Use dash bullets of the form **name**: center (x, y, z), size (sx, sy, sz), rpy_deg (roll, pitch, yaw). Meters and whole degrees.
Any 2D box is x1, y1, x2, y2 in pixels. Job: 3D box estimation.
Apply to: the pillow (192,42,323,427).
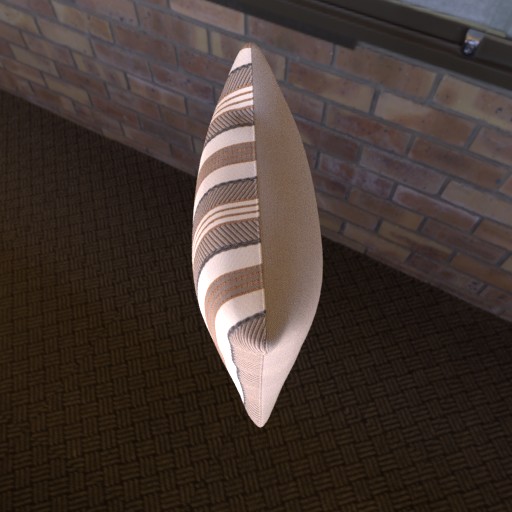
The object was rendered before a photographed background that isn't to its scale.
- **pillow**: center (0.000, 0.000, 0.642), size (0.173, 0.401, 0.416), rpy_deg (-2, 60, -1)
